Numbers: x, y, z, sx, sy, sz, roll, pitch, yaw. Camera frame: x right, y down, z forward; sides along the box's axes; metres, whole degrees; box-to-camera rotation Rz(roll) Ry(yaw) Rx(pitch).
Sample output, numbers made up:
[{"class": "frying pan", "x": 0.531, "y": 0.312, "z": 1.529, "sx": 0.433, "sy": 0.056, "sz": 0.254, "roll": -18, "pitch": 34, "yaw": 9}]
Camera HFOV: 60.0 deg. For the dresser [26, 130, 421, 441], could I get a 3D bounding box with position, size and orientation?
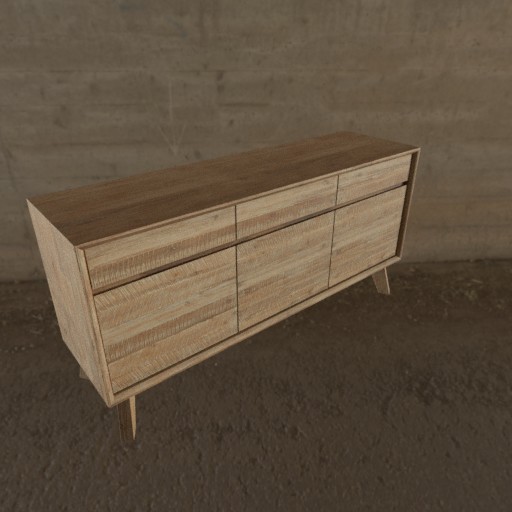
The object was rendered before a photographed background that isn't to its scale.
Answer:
[{"class": "dresser", "x": 0.000, "y": 0.000, "z": 1.951, "sx": 1.602, "sy": 0.788, "sz": 0.455, "roll": -21, "pitch": 35, "yaw": -34}]
